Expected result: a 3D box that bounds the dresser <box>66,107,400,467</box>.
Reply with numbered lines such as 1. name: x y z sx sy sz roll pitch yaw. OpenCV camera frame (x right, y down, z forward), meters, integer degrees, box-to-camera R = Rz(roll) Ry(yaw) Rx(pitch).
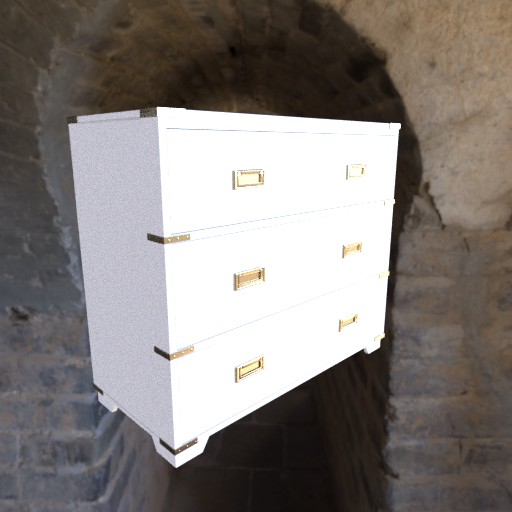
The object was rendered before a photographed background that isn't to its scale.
1. dresser: 0.000 0.000 1.525 1.022 0.891 0.460 -13 19 -43
